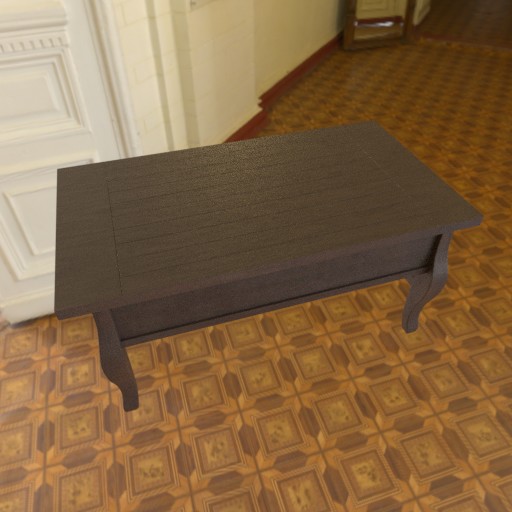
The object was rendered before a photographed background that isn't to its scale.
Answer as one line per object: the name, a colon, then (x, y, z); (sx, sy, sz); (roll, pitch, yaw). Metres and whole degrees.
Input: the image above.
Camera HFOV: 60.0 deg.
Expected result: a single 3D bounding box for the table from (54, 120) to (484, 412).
table: (0.000, 0.000, 1.407); (1.062, 0.494, 0.600); (-12, 44, -13)
